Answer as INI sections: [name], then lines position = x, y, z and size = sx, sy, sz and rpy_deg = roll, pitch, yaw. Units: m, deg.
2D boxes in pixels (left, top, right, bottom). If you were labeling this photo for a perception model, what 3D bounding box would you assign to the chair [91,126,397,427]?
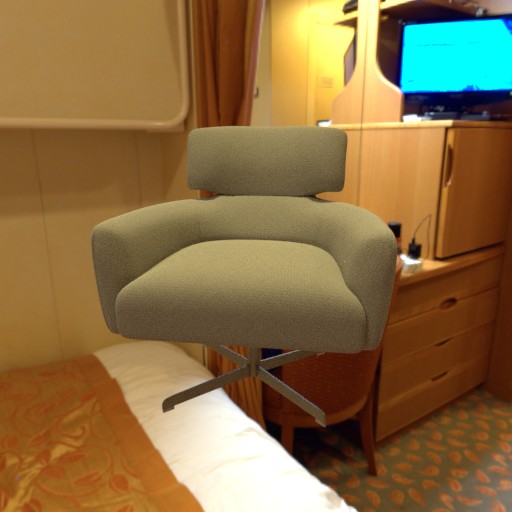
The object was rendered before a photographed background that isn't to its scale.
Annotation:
[chair]
position = 0.000, 0.000, 1.409
size = 0.760, 0.810, 0.730
rpy_deg = 2, 15, 8
